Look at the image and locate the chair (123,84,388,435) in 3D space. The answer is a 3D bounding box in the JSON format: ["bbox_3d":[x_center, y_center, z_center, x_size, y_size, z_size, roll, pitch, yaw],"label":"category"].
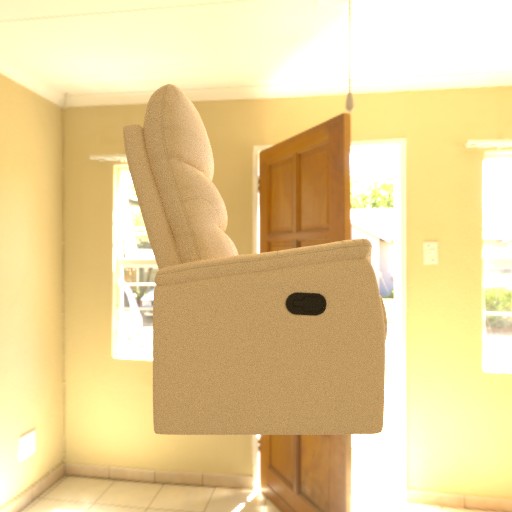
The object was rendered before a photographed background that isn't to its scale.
[{"bbox_3d":[0.000,0.000,1.632,0.831,1.082,0.775,0,0,-1],"label":"chair"}]
